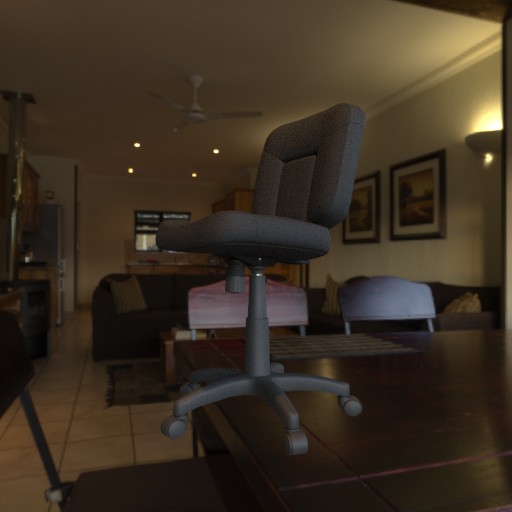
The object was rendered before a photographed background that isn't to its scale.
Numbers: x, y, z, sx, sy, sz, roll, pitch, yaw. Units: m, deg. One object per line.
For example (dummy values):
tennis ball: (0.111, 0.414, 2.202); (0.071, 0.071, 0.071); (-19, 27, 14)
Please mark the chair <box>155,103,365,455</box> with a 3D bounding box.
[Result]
chair: (0.000, 0.000, 1.355); (0.610, 0.972, 0.610); (0, -1, -37)
